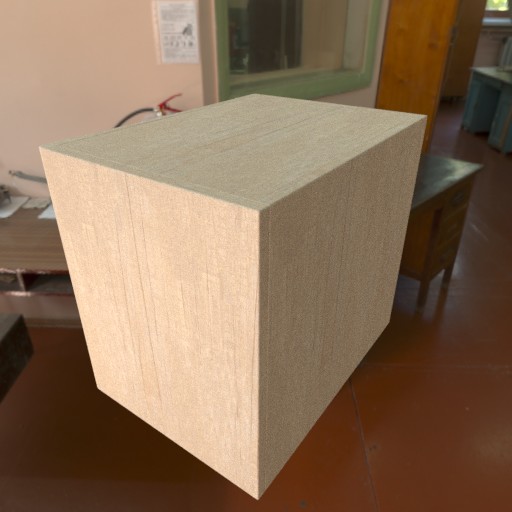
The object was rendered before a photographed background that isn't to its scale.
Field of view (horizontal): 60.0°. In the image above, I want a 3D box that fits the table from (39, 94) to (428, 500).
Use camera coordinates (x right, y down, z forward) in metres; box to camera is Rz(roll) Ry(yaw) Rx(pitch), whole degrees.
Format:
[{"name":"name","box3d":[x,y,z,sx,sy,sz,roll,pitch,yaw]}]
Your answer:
[{"name":"table","box3d":[0.000,0.000,0.899,0.420,0.510,0.570,20,35,31]}]
